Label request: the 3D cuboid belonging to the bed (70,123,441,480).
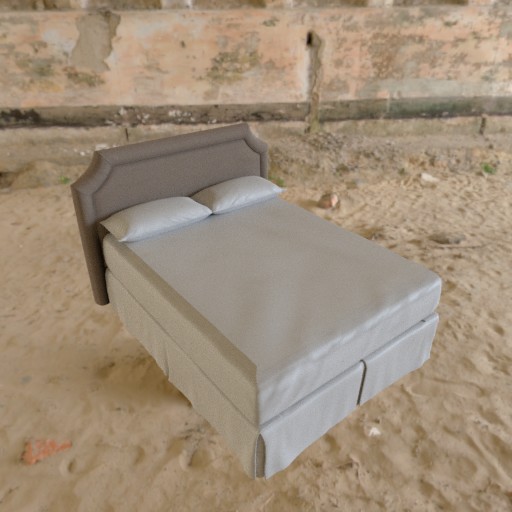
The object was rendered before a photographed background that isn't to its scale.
[{"bbox_3d":[0.000,0.000,3.213,1.828,1.303,2.164,-22,37,-32],"label":"bed"}]
